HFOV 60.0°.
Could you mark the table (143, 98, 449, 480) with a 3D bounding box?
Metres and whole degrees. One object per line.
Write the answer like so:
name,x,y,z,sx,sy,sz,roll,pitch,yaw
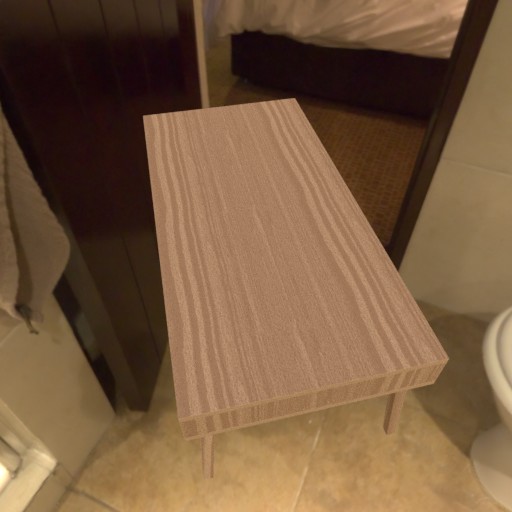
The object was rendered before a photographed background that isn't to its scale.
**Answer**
table,0.000,0.000,1.495,0.600,0.450,1.200,-10,48,-9
